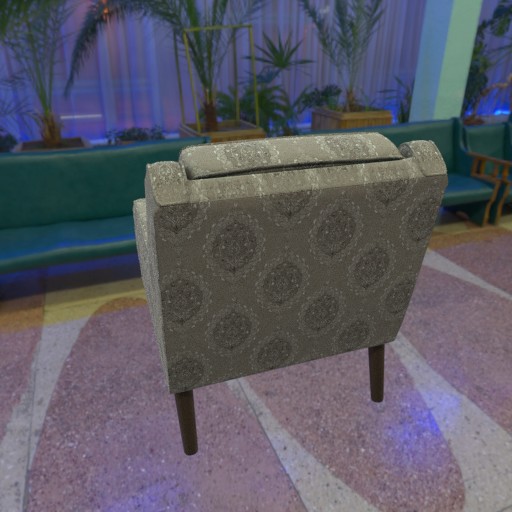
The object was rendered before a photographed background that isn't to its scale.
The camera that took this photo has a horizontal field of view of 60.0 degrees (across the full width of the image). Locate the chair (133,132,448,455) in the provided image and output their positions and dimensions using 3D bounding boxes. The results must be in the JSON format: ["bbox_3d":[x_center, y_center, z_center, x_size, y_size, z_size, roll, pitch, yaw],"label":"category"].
[{"bbox_3d":[0.000,0.000,1.339,0.665,0.797,0.750,-9,28,-17],"label":"chair"}]
